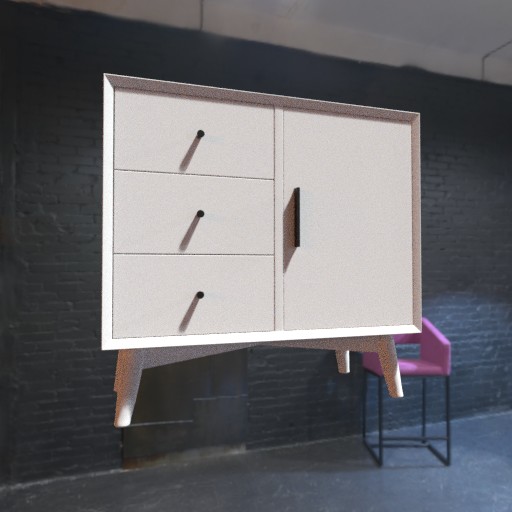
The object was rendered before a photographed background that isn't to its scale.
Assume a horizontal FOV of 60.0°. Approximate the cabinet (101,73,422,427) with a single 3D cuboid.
[{"bbox_3d":[0.000,0.000,1.232,0.800,0.761,0.398,0,-1,-18],"label":"cabinet"}]
